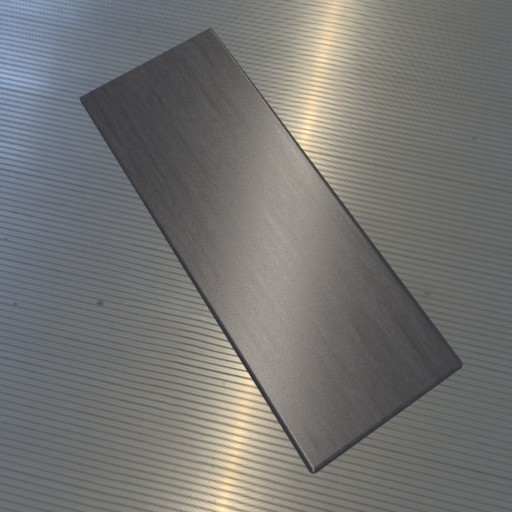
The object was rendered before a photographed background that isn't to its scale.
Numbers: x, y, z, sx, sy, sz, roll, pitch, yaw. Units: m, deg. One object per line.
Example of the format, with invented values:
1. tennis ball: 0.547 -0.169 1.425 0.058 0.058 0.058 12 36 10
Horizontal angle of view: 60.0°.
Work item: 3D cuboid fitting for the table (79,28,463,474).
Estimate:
1. table: 0.000 0.000 1.528 0.459 0.735 1.184 -32 77 -8
